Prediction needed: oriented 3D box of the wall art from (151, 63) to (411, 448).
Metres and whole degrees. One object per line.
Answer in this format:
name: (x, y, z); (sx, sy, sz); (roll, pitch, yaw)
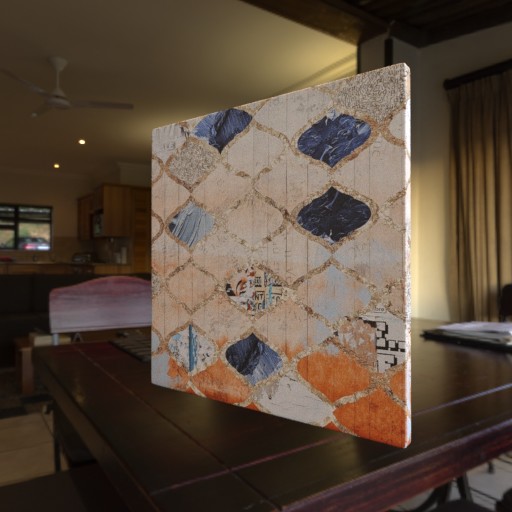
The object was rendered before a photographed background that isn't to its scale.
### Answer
wall art: (0.000, 0.000, 1.333); (0.912, 0.914, 0.039); (0, 0, 37)
